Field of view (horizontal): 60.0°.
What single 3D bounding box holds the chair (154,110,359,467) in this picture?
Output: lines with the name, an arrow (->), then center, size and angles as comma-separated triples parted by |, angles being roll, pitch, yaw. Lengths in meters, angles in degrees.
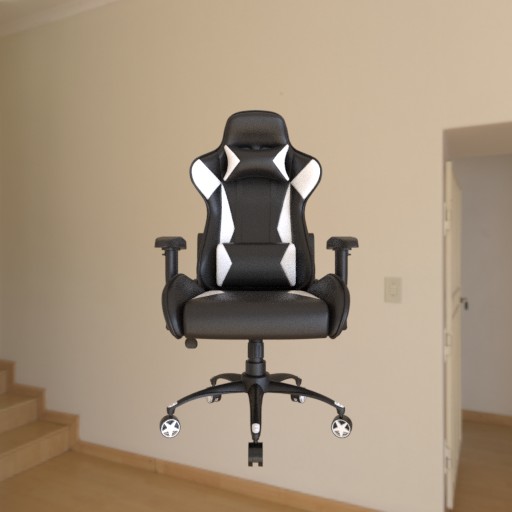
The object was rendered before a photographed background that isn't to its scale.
chair -> 0.000, 0.000, 1.688 | 0.730, 1.285, 0.695 | 0, 0, 0
